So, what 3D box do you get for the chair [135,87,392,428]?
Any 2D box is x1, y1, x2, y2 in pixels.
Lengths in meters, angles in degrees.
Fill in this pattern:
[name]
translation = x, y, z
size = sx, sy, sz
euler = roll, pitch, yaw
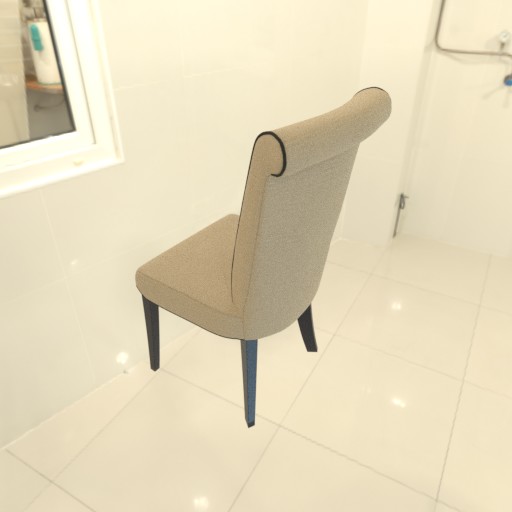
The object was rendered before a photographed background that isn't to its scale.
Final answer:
[chair]
translation = 0.000, 0.000, 1.397
size = 0.623, 0.997, 0.522
euler = 22, 39, 30
